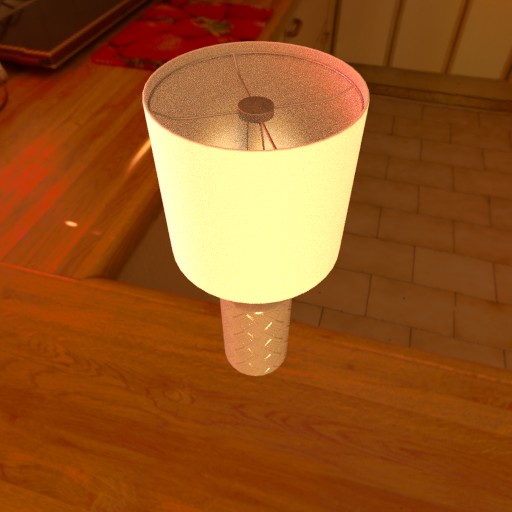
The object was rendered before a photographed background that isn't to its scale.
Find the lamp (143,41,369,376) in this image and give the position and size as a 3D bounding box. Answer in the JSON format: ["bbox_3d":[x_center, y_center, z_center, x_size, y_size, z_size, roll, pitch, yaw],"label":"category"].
[{"bbox_3d":[0.000,0.000,0.578,0.207,0.461,0.207,-11,48,-10],"label":"lamp"}]
